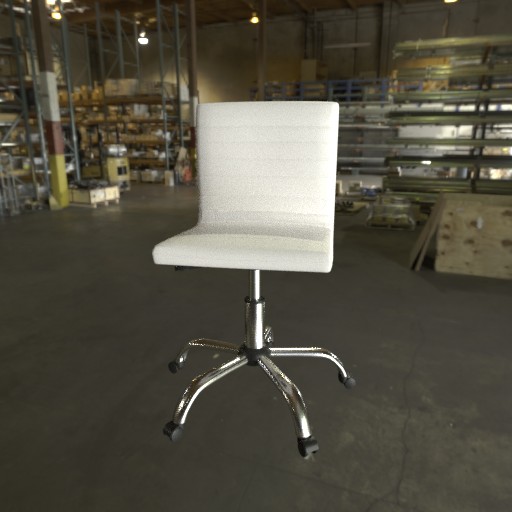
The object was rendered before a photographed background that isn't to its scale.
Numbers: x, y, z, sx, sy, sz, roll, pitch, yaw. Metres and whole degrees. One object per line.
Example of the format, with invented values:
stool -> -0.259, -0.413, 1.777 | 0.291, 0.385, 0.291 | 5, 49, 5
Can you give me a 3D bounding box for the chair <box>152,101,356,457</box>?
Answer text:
chair -> 0.000, 0.000, 1.150 | 0.556, 0.780, 0.530 | 3, 15, 9
